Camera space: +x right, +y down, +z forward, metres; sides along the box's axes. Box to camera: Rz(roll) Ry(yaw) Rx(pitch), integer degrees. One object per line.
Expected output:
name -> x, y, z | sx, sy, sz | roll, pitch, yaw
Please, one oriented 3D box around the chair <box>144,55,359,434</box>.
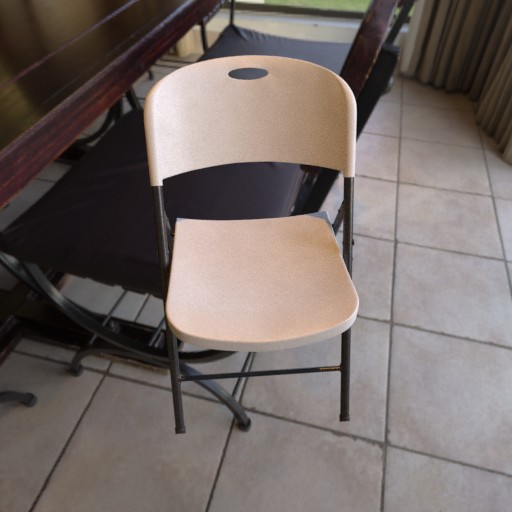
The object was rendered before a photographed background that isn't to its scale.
chair -> 0.000, 0.000, 1.150 | 0.494, 0.810, 0.566 | -3, 45, -3
